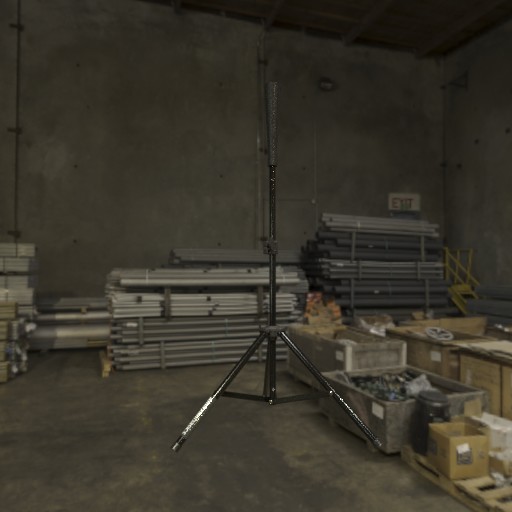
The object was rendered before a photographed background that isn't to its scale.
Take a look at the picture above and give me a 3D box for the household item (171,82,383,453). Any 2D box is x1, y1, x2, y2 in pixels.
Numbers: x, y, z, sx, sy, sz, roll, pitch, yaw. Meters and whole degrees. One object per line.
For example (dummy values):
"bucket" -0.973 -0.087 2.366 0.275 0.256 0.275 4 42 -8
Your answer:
"household item" 0.000 0.000 1.400 0.559 1.067 0.559 0 -2 -18
